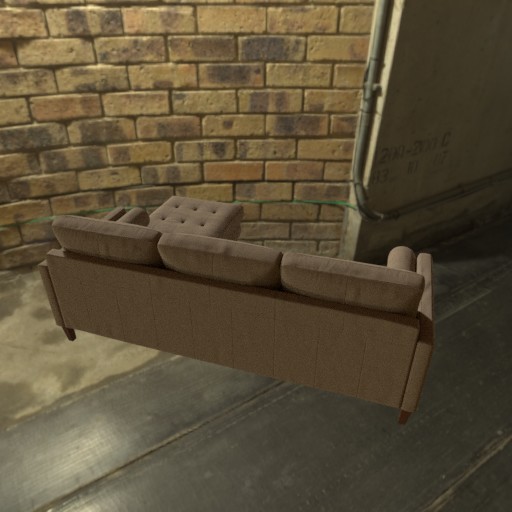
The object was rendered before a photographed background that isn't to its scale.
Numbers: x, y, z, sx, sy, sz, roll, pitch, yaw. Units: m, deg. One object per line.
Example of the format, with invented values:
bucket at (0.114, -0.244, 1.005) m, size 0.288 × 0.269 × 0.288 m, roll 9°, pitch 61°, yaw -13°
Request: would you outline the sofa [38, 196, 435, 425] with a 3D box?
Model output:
sofa at (0.000, 0.000, 2.953) m, size 2.178 × 0.875 × 1.506 m, roll 10°, pitch 33°, yaw 15°
